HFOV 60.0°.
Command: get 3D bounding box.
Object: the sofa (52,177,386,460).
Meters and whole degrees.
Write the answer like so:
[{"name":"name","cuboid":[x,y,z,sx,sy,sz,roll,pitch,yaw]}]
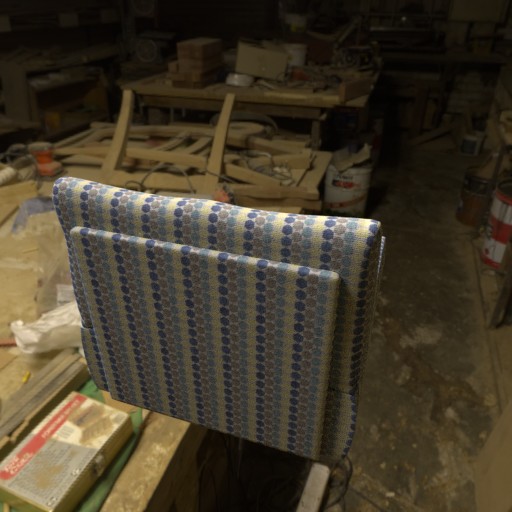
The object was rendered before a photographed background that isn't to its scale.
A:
[{"name":"sofa","cuboid":[0.000,0.000,1.678,0.930,0.830,1.000,10,32,16]}]
